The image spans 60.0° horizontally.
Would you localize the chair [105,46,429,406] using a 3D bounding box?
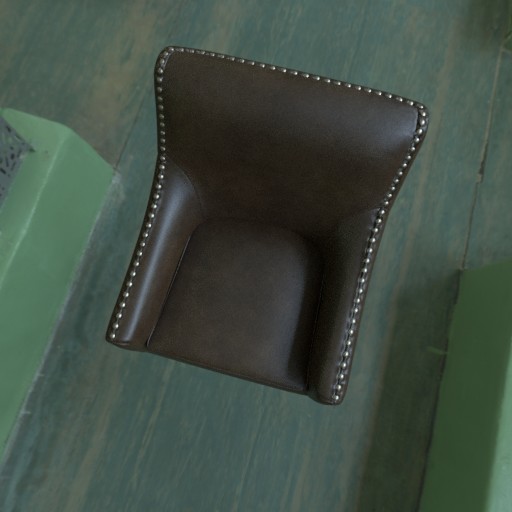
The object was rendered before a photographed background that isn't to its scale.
[{"bbox_3d":[0.000,0.000,1.294,0.639,0.813,0.704,15,76,4],"label":"chair"}]
